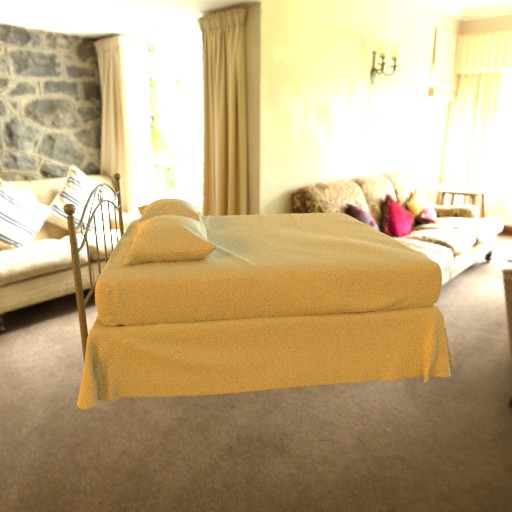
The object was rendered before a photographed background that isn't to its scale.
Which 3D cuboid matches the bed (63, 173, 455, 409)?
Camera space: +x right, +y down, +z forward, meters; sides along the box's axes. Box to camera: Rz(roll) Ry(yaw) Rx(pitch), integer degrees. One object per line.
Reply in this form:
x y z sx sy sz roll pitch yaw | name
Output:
0.000 0.000 3.245 2.215 1.080 1.936 -2 16 -8 | bed
